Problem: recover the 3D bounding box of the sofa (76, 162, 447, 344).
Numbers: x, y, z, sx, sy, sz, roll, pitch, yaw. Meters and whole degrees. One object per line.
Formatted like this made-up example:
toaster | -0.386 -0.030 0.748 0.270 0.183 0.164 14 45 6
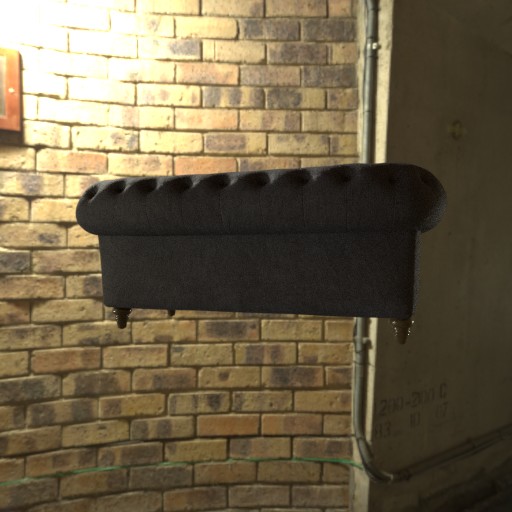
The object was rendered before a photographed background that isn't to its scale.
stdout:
sofa | 0.000 0.000 2.487 1.988 0.833 1.082 0 0 17
